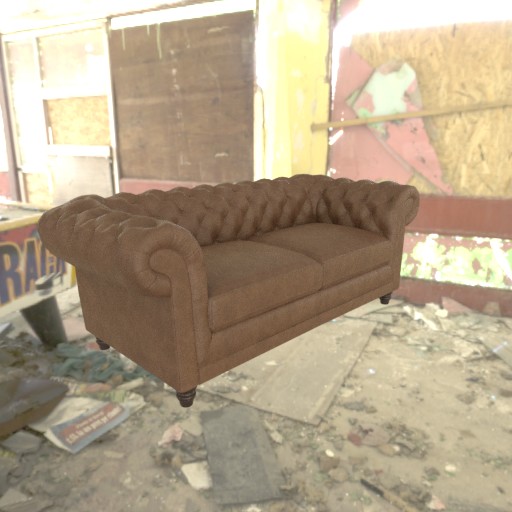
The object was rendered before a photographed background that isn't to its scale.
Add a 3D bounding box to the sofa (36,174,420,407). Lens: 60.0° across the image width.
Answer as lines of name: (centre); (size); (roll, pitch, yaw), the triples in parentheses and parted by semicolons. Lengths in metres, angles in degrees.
sofa: (0.000, 0.000, 2.491); (0.955, 0.784, 2.048); (15, 21, 43)
